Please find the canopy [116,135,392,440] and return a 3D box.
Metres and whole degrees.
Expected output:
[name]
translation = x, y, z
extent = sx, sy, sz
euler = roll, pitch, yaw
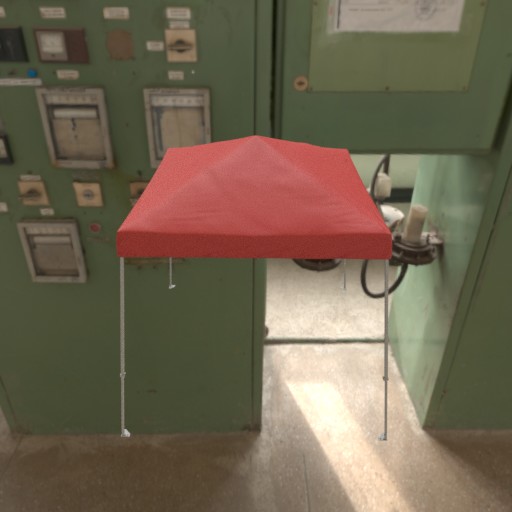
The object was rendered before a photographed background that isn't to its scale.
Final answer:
[canopy]
translation = 0.000, 0.000, 6.610
extent = 3.599, 3.600, 3.600
euler = 1, 31, 1
